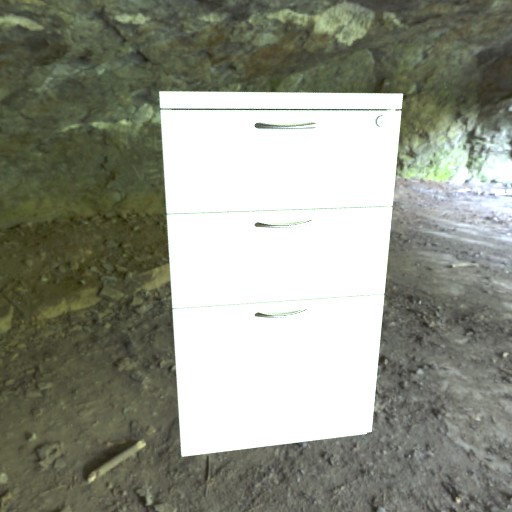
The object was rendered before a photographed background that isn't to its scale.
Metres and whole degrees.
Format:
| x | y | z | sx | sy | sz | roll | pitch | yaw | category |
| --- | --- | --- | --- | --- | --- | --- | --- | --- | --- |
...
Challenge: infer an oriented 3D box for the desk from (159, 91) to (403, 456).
| x | y | z | sx | sy | sz | roll | pitch | yaw | category |
| --- | --- | --- | --- | --- | --- | --- | --- | --- | --- |
| 0.000 | 0.000 | 1.095 | 0.404 | 0.730 | 0.600 | -3 | 18 | -9 | desk |
